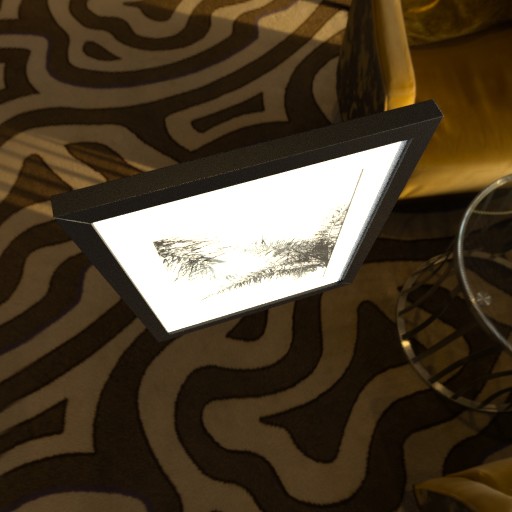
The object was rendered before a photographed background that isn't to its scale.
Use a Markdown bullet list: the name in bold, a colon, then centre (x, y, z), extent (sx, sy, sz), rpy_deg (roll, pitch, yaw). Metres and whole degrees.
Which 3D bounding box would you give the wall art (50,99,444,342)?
- **wall art**: centre (0.000, 0.000, 0.755), extent (0.457, 0.557, 0.028), rpy_deg (-16, 67, -7)
